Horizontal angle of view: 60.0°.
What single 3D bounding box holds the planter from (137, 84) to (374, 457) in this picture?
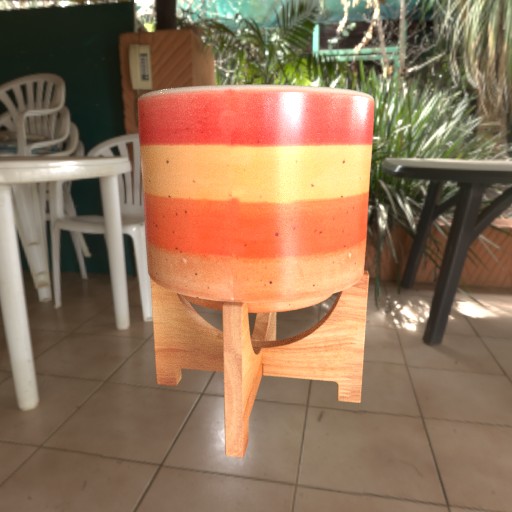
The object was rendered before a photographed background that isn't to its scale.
[{"bbox_3d":[0.000,0.000,0.400,0.199,0.268,0.199,0,14,0],"label":"planter"}]
